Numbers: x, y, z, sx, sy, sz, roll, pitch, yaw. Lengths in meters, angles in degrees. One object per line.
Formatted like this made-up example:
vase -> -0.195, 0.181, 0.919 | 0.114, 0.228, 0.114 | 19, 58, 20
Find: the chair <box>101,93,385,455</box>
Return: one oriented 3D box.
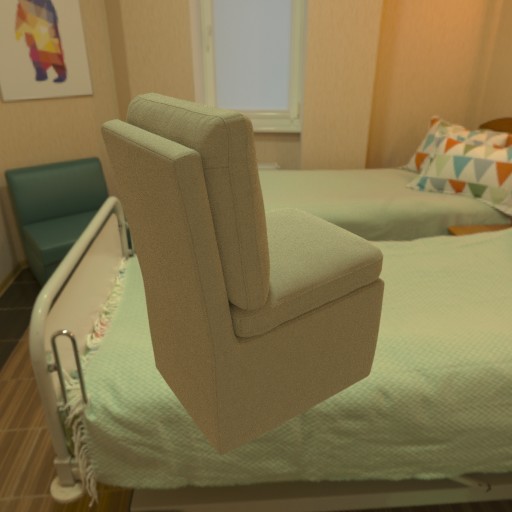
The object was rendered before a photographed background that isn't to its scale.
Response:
chair -> 0.000, 0.000, 1.355 | 0.698, 0.927, 0.503 | -17, 31, -30
